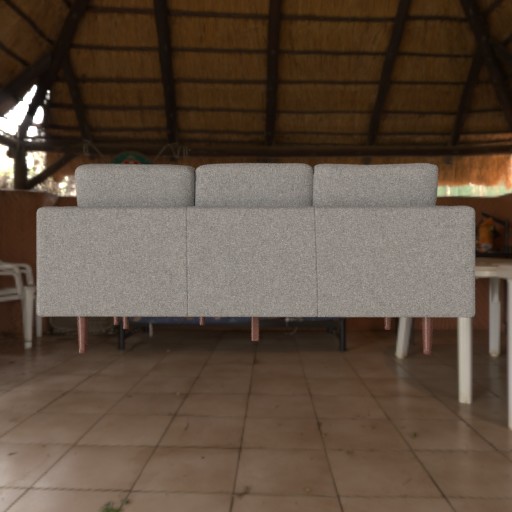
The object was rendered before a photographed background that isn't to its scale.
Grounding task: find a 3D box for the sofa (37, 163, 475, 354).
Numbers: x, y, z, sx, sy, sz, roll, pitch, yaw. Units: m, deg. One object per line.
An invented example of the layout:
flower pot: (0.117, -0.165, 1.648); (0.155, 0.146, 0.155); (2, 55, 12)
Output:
sofa: (0.000, 0.000, 2.887); (2.055, 0.957, 1.667); (0, 0, 1)
